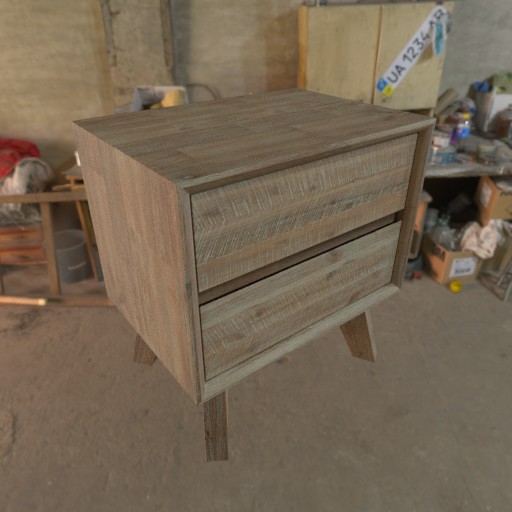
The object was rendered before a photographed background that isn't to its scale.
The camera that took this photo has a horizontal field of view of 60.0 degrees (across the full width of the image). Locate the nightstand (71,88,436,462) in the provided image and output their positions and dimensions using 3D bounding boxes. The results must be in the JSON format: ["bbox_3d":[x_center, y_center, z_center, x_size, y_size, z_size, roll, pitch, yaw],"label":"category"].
[{"bbox_3d":[0.000,0.000,0.973,0.552,0.589,0.396,-21,37,-32],"label":"nightstand"}]
